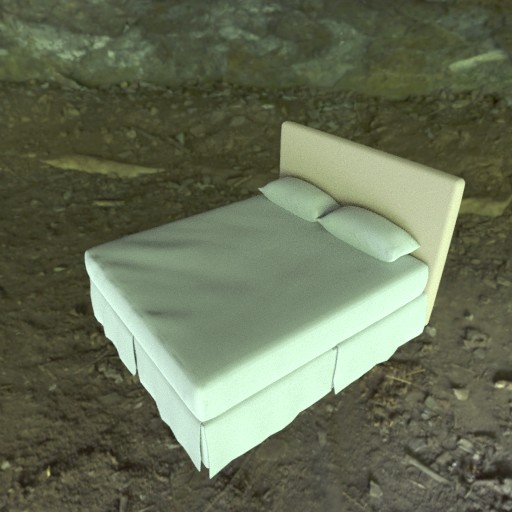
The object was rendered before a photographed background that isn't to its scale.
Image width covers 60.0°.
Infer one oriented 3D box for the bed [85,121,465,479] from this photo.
[{"bbox_3d":[0.000,0.000,3.333,2.142,1.330,1.884,-22,38,-31],"label":"bed"}]
